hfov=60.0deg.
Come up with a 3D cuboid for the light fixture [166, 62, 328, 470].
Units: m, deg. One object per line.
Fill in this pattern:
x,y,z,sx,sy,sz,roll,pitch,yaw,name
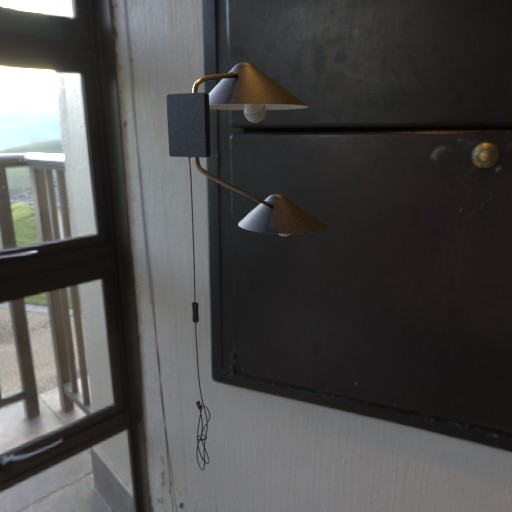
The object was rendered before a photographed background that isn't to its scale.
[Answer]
0.000,0.000,0.836,0.189,0.665,0.422,8,17,27,light fixture
